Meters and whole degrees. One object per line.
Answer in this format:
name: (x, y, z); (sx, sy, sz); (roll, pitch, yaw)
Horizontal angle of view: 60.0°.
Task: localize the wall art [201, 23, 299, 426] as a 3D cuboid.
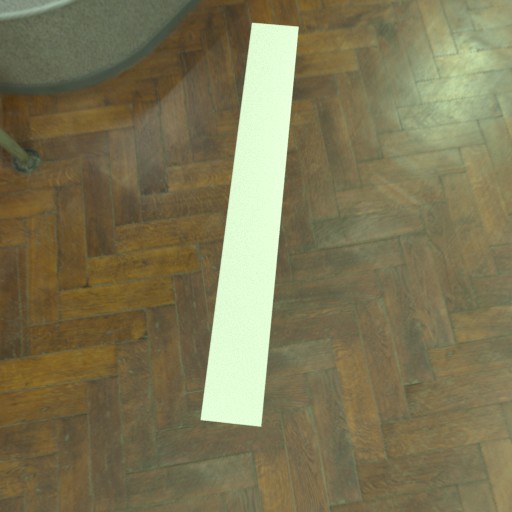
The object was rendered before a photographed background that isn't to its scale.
wall art: (0.000, 0.000, 0.462); (0.038, 0.302, 0.305); (6, 74, 2)
